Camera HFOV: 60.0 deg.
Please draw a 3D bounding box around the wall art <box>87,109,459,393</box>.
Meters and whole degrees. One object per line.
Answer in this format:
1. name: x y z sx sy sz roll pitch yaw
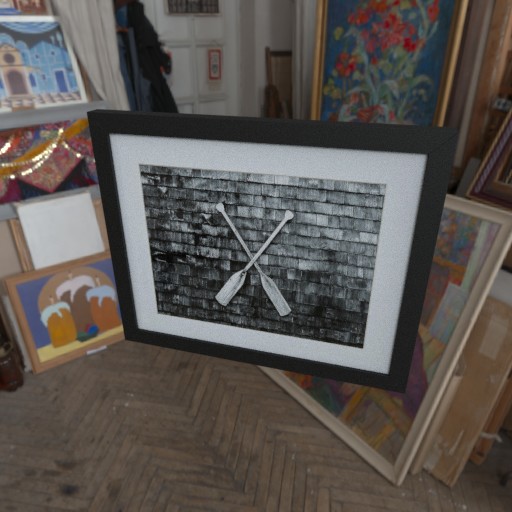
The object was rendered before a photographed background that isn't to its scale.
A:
1. wall art: 0.000 0.000 0.761 0.558 0.457 0.029 7 28 14
